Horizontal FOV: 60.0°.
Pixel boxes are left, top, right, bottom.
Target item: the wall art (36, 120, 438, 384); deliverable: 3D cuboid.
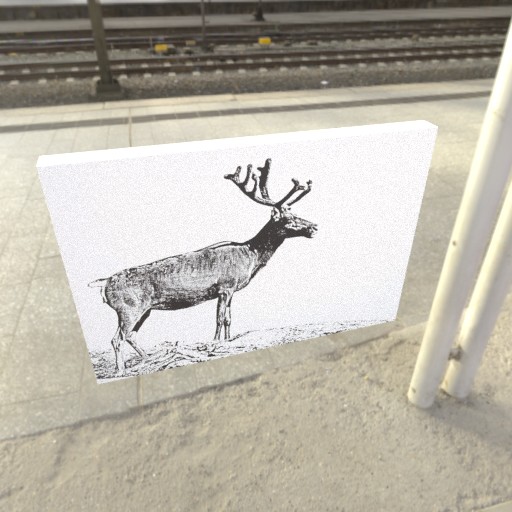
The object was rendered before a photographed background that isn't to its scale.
[{"bbox_3d":[0.000,0.000,0.778,0.608,0.414,0.042,-9,34,-14],"label":"wall art"}]
